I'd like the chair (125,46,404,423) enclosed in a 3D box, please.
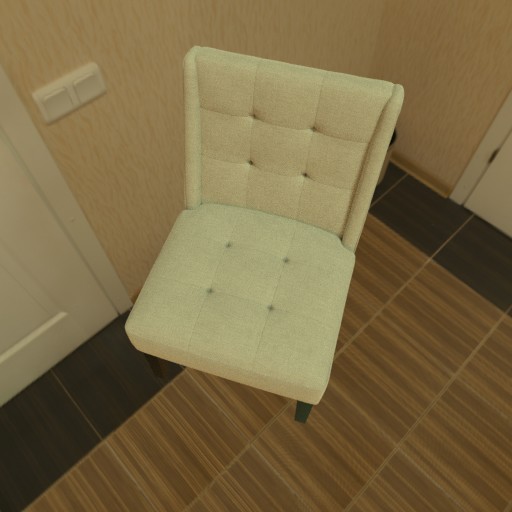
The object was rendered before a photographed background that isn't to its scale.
[{"bbox_3d":[0.000,0.000,1.305,0.569,0.853,0.676,15,60,9],"label":"chair"}]
